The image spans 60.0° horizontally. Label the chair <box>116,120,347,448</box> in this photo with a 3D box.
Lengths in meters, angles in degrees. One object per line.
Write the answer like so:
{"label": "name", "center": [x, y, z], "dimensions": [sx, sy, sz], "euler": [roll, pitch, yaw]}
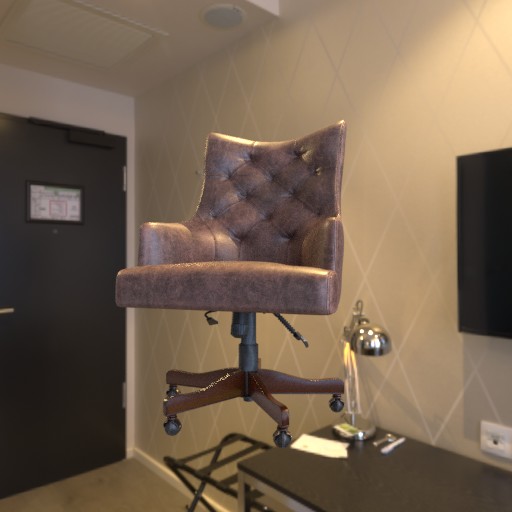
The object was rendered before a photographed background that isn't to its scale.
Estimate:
{"label": "chair", "center": [0.000, 0.000, 1.541], "dimensions": [0.641, 1.035, 0.762], "euler": [0, 0, 18]}
